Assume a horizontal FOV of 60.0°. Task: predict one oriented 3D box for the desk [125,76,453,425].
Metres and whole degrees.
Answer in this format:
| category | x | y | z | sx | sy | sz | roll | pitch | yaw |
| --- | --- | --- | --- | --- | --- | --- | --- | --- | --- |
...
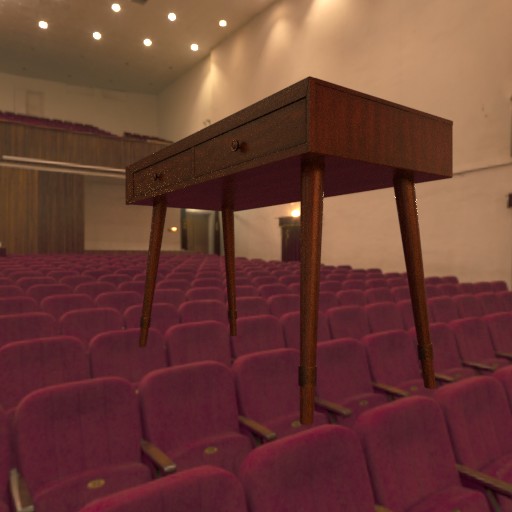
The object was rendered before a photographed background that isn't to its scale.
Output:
| category | x | y | z | sx | sy | sz | roll | pitch | yaw |
| --- | --- | --- | --- | --- | --- | --- | --- | --- | --- |
| desk | 0.000 | 0.000 | 2.126 | 0.734 | 1.031 | 1.577 | 0 | 0 | -35 |
